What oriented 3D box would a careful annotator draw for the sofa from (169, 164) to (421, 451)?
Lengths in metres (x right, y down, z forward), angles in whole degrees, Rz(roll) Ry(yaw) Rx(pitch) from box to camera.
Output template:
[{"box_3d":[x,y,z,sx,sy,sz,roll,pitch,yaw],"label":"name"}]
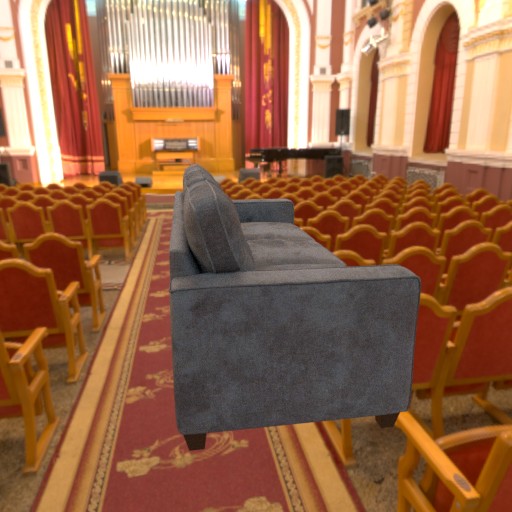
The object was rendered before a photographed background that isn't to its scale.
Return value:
[{"box_3d":[0.000,0.000,2.597,0.939,0.965,2.133,-2,15,-9],"label":"sofa"}]
